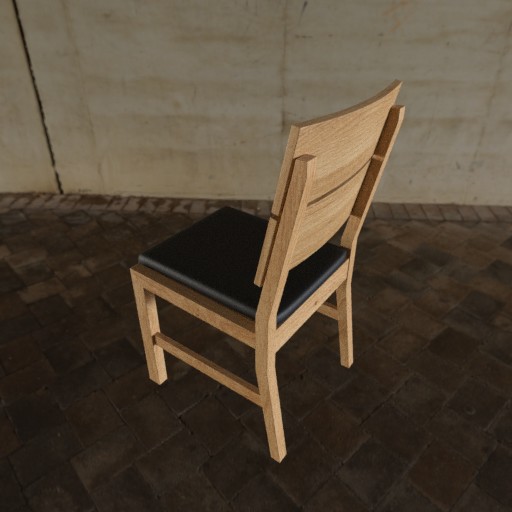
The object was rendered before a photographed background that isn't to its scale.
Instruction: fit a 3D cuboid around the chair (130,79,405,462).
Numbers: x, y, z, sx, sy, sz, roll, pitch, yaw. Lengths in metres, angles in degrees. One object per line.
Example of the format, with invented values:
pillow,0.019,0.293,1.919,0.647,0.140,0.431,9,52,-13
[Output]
chair,0.000,0.000,1.284,0.569,0.950,0.475,21,38,30
